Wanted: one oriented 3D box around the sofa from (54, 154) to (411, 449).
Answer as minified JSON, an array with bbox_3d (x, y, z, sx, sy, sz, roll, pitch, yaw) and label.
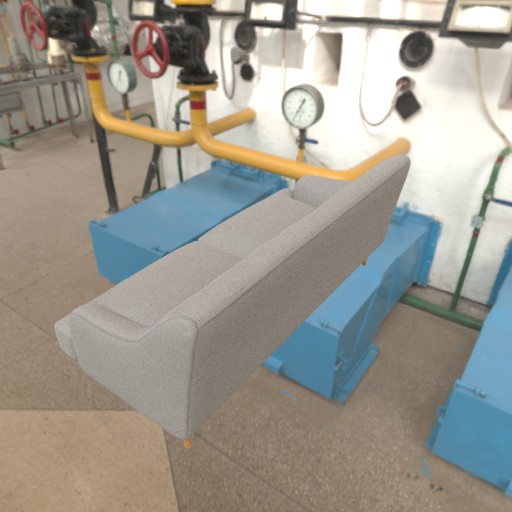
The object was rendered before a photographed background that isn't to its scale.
[{"bbox_3d":[0.000,0.000,2.560,0.978,0.871,2.057,22,38,30],"label":"sofa"}]
